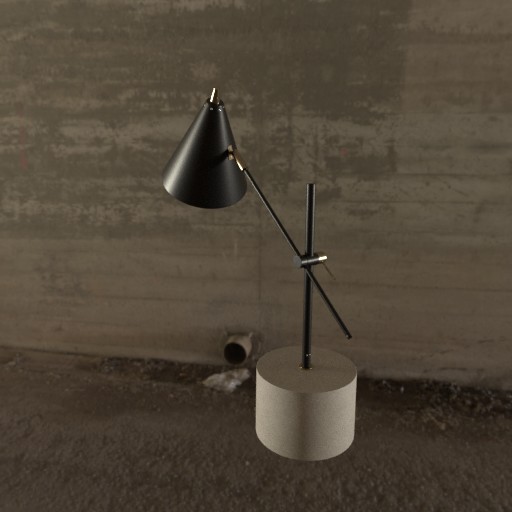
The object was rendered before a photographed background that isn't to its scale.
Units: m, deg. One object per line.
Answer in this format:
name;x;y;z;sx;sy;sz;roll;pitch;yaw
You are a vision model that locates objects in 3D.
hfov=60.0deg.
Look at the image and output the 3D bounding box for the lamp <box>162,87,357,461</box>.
lamp;0.000;0.000;0.715;0.214;0.518;0.403;-7;15;-26
